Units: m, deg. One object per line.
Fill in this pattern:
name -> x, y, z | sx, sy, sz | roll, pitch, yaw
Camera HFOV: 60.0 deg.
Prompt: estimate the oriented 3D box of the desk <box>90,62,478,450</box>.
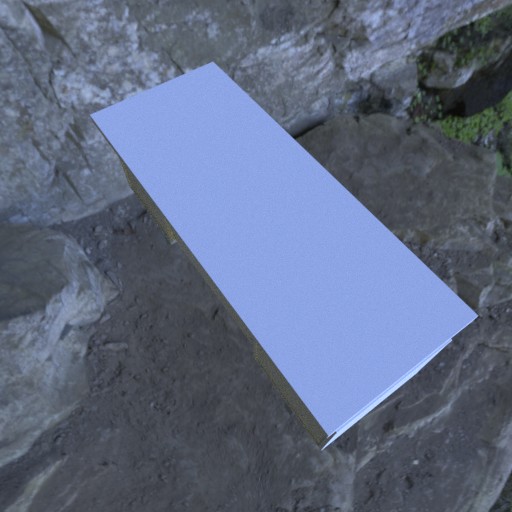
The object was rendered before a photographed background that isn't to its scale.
desk -> 0.000, 0.000, 1.931 | 0.603, 0.773, 1.530 | -31, 64, -17
